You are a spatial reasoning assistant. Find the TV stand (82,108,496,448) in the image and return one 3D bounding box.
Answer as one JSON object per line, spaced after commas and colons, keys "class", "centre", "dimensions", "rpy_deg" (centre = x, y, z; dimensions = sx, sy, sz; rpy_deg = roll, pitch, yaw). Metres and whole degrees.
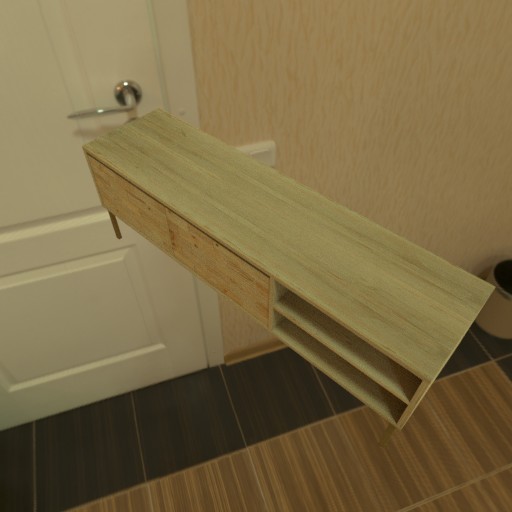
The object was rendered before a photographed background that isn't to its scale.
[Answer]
{"class": "TV stand", "centre": [0.000, 0.000, 1.818], "dimensions": [1.600, 0.550, 0.420], "rpy_deg": [34, 56, 27]}
